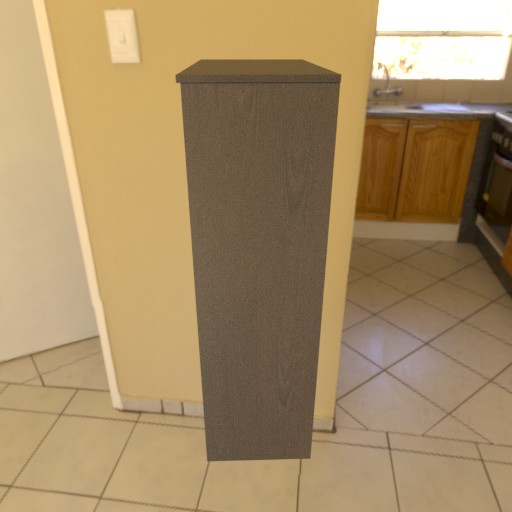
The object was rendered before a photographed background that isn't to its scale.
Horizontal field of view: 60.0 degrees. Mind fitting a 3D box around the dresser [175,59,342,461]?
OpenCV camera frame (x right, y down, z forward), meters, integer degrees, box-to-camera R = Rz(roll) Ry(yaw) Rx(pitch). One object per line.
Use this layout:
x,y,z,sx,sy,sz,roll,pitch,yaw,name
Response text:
0.000,0.000,1.584,0.418,1.254,0.704,-1,26,-2,dresser
